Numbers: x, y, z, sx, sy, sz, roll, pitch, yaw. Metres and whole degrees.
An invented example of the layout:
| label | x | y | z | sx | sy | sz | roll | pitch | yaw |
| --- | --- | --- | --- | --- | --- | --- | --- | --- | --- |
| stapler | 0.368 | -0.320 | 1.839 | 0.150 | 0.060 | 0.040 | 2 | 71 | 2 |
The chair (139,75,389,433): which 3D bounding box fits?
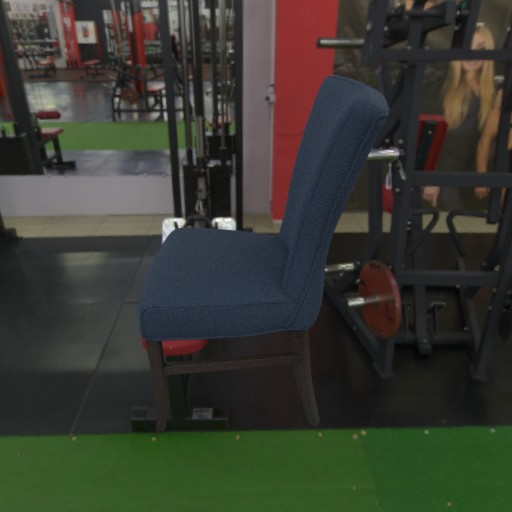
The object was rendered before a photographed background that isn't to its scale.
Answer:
| label | x | y | z | sx | sy | sz | roll | pitch | yaw |
| --- | --- | --- | --- | --- | --- | --- | --- | --- | --- |
| chair | 0.000 | 0.000 | 1.359 | 0.660 | 0.991 | 0.520 | 0 | 28 | 1 |
